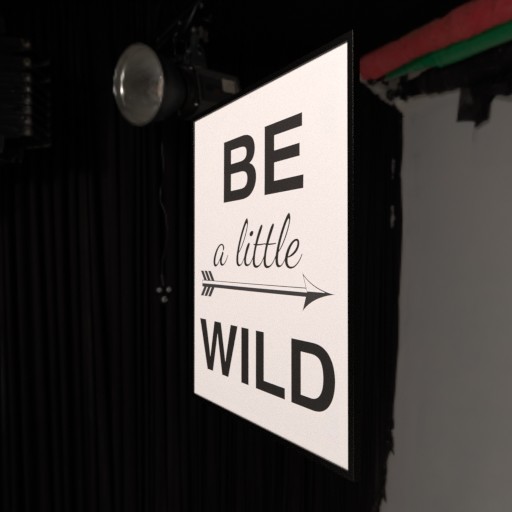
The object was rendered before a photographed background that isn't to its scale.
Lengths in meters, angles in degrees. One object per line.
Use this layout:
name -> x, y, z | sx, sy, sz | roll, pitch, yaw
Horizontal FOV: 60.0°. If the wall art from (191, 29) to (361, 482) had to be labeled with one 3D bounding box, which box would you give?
wall art -> 0.000, 0.000, 0.752 | 0.013, 0.582, 0.442 | 0, -1, -36
